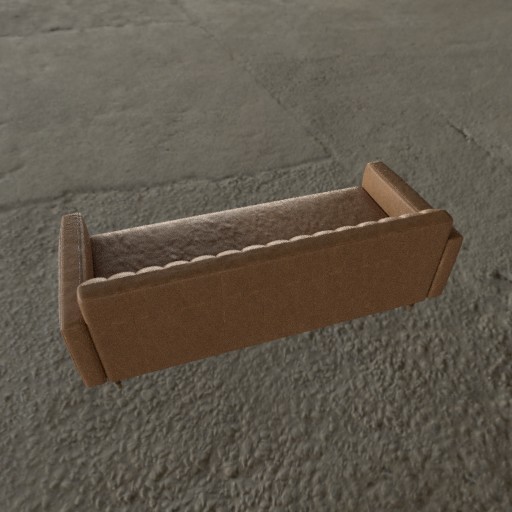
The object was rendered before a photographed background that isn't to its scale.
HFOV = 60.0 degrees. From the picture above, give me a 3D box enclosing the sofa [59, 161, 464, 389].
[{"bbox_3d":[0.000,0.000,2.809,2.291,0.821,0.990,-12,43,-13],"label":"sofa"}]
